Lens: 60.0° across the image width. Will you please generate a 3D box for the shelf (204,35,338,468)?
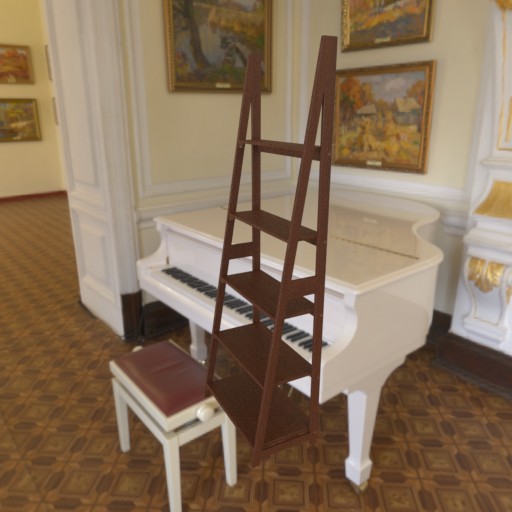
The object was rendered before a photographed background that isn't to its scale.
[{"bbox_3d":[0.000,0.000,2.032,0.350,1.770,0.600,-9,20,-26],"label":"shelf"}]
